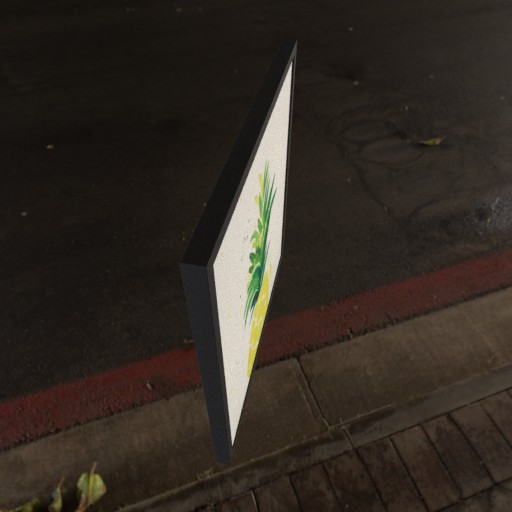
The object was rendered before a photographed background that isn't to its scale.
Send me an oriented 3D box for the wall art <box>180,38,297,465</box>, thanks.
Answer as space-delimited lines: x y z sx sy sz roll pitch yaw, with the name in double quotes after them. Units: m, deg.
0.000 0.000 1.110 0.037 0.760 0.762 9 48 9 "wall art"
